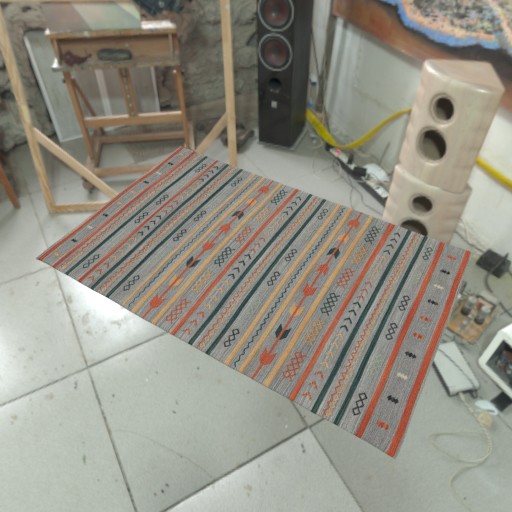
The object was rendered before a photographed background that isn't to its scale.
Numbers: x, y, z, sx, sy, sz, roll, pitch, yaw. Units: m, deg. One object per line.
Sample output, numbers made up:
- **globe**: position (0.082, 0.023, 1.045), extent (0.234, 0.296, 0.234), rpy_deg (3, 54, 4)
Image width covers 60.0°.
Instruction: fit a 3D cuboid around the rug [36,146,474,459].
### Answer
- **rug**: position (0.000, 0.000, 2.913), extent (2.439, 0.029, 1.537), rpy_deg (24, 51, 21)
